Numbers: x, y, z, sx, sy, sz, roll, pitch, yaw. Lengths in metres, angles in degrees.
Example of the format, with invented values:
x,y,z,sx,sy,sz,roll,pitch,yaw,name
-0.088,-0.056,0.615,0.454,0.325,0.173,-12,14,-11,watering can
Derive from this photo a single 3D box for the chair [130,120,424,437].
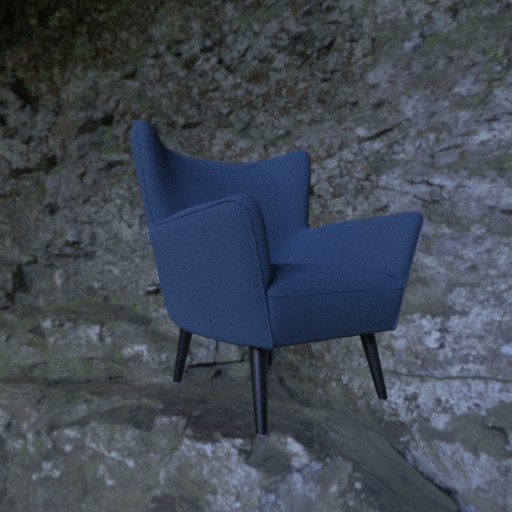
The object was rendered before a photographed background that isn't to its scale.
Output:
x,y,z,sx,sy,sz,roll,pitch,yaw,name
0.000,0.000,1.587,0.781,0.933,0.888,0,0,-36,chair
